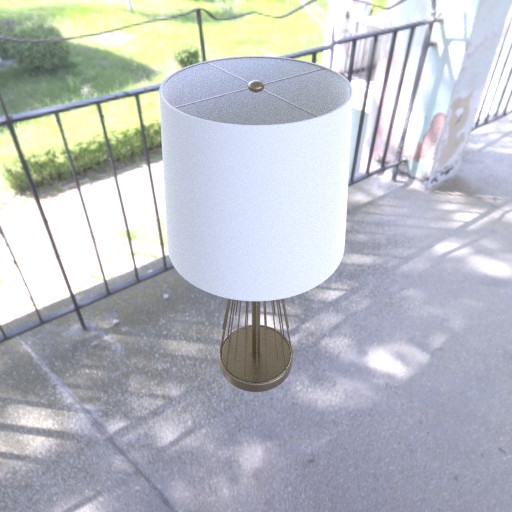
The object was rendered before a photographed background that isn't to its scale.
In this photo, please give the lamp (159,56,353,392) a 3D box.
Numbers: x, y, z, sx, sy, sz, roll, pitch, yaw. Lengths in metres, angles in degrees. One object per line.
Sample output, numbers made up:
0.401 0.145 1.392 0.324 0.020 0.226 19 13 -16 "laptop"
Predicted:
0.000 0.000 0.795 0.303 0.618 0.303 0 40 0 "lamp"
